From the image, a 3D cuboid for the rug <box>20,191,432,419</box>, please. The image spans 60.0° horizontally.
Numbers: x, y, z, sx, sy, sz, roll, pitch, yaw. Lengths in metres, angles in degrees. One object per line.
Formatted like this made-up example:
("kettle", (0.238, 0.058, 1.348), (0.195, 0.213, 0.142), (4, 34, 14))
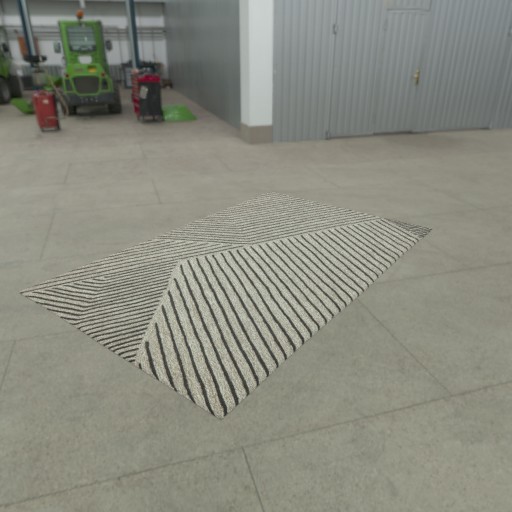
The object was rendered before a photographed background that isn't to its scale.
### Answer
("rug", (0.000, 0.000, 2.937), (1.539, 0.023, 2.406), (19, 31, 34))
